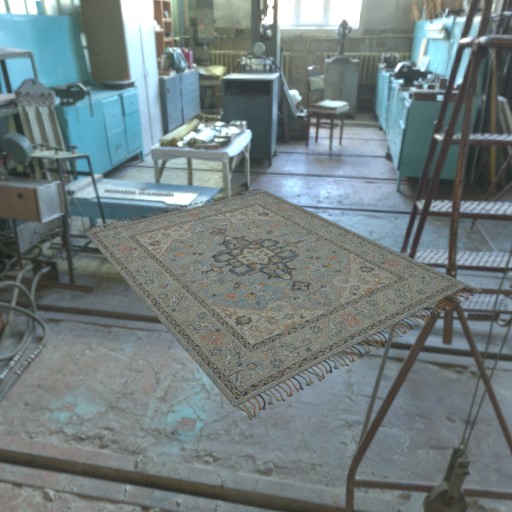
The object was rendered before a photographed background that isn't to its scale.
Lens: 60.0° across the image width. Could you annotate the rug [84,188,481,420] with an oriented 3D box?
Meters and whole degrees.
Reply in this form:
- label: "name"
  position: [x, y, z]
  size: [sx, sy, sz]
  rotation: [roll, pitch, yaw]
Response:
- label: "rug"
  position: [0.000, 0.000, 4.254]
  size: [2.379, 0.011, 3.221]
  rotation: [-18, 33, -31]
